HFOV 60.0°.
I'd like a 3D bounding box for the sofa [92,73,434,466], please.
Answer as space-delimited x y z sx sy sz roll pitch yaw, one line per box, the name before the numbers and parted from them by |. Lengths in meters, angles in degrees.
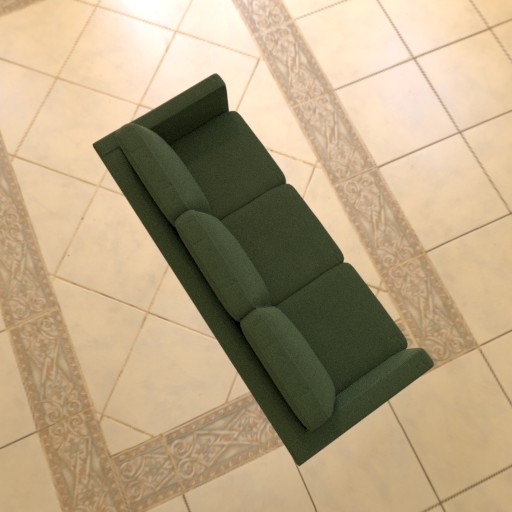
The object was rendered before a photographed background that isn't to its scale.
sofa | 0.000 0.000 2.575 0.879 0.899 2.029 -33 78 -8
